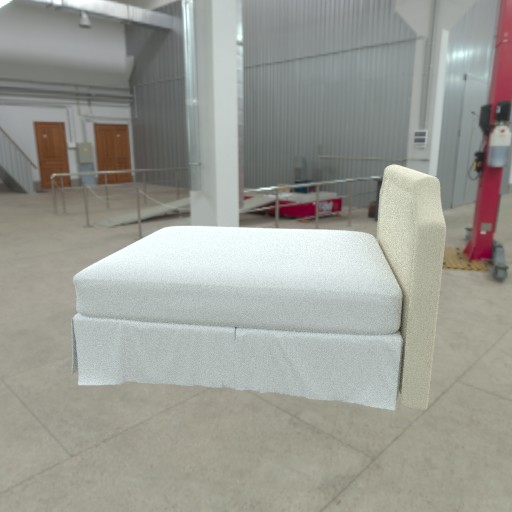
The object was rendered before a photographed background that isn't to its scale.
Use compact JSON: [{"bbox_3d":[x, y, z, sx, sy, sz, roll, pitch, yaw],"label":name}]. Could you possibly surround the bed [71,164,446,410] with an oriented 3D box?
[{"bbox_3d":[0.000,0.000,3.315,2.209,1.296,1.827,2,15,9],"label":"bed"}]
